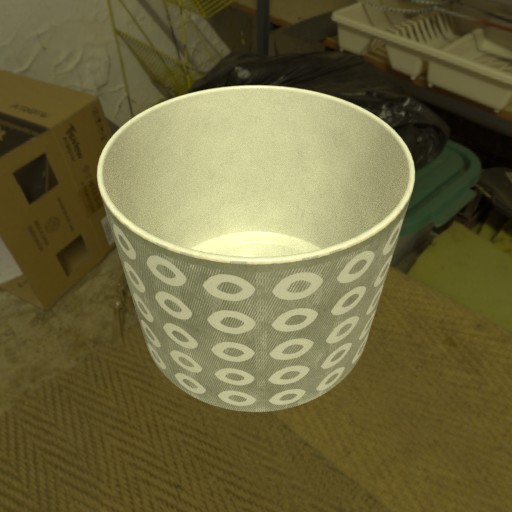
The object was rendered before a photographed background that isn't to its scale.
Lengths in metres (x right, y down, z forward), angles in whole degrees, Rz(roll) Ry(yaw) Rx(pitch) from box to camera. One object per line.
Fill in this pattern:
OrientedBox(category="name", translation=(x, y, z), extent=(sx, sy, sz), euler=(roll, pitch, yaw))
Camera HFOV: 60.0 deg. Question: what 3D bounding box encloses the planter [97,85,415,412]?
OrientedBox(category="planter", translation=(0.000, 0.000, 0.336), extent=(0.190, 0.181, 0.190), euler=(0, 45, 0))
